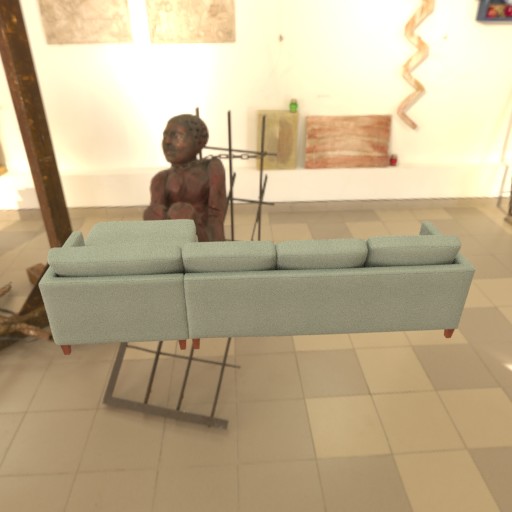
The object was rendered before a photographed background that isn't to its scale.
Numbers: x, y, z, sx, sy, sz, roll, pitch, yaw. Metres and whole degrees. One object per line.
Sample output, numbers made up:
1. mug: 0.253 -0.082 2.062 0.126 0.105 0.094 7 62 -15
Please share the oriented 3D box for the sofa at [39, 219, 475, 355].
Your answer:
1. sofa: 0.000 0.000 4.256 3.471 0.950 1.604 -2 30 -3
